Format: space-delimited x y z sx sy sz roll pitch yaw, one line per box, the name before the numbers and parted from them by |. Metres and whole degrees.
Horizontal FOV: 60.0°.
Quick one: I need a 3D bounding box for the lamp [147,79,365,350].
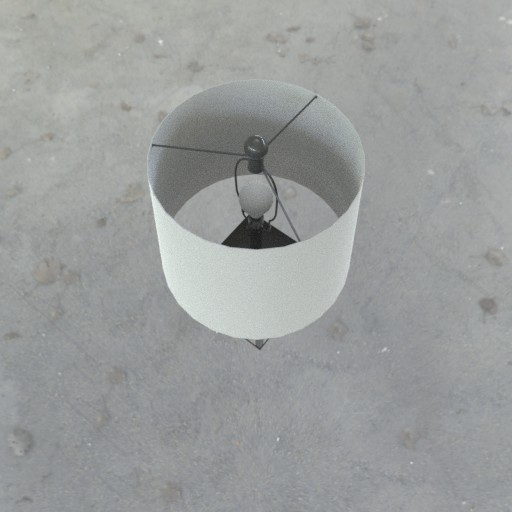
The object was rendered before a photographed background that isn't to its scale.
lamp | 0.000 0.000 0.781 0.320 0.591 0.320 0 62 0
